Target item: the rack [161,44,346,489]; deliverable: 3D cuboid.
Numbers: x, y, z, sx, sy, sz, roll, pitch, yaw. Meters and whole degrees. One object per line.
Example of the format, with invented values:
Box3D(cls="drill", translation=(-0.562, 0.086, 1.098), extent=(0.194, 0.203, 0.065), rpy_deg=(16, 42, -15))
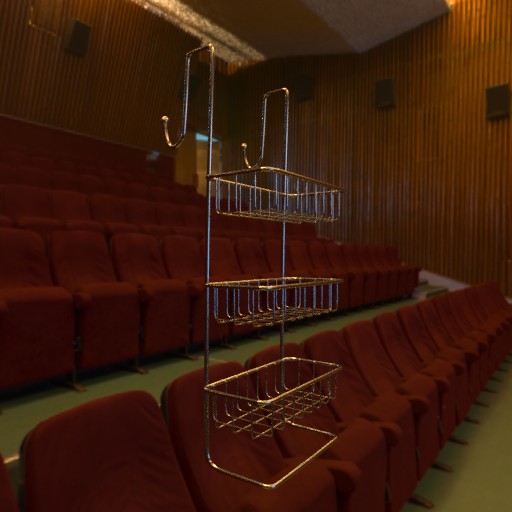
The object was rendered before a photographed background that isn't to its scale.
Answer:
Box3D(cls="rack", translation=(0.000, 0.000, 0.673), extent=(0.202, 0.574, 0.228), rpy_deg=(0, 0, 35))
